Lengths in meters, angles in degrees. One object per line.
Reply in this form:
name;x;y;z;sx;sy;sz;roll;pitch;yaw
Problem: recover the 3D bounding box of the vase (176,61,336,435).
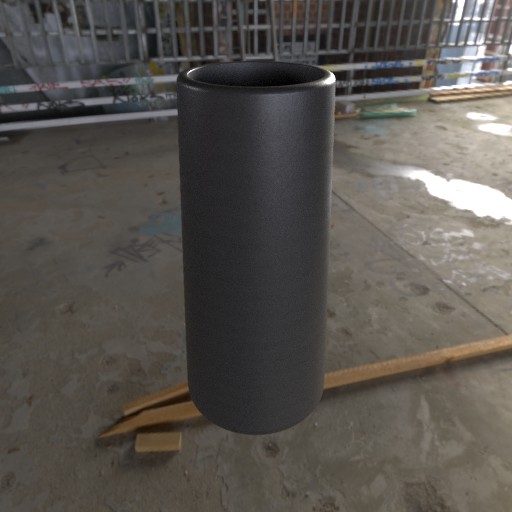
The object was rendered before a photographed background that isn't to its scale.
vase;0.000;0.000;0.373;0.136;0.289;0.136;0;32;0
